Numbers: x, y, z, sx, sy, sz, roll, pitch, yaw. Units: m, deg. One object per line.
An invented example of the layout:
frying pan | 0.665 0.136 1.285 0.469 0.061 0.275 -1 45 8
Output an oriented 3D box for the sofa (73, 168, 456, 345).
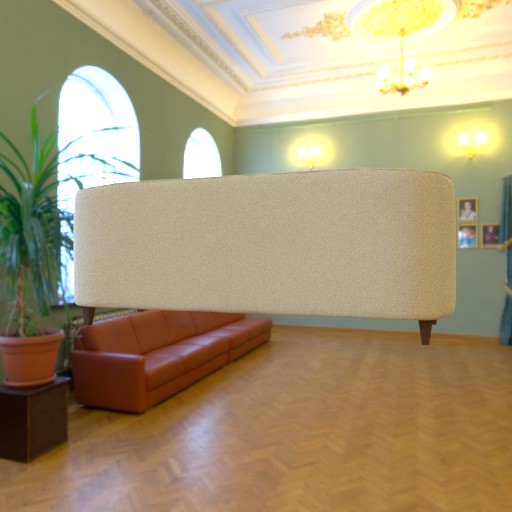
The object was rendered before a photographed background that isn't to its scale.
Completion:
sofa | 0.000 0.000 2.768 2.278 0.855 0.941 0 0 18
